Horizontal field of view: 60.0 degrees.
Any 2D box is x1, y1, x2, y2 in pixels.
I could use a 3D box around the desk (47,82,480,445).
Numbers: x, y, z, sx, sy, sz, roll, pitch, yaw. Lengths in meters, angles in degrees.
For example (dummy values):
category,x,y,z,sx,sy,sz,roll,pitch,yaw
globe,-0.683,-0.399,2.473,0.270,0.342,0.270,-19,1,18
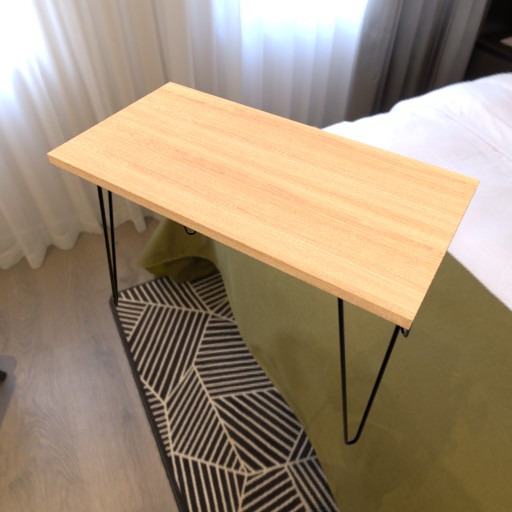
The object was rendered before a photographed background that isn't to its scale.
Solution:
category,x,y,z,sx,sy,sz,roll,pitch,yaw
desk,0.000,0.000,1.367,0.991,0.660,0.499,25,51,22
